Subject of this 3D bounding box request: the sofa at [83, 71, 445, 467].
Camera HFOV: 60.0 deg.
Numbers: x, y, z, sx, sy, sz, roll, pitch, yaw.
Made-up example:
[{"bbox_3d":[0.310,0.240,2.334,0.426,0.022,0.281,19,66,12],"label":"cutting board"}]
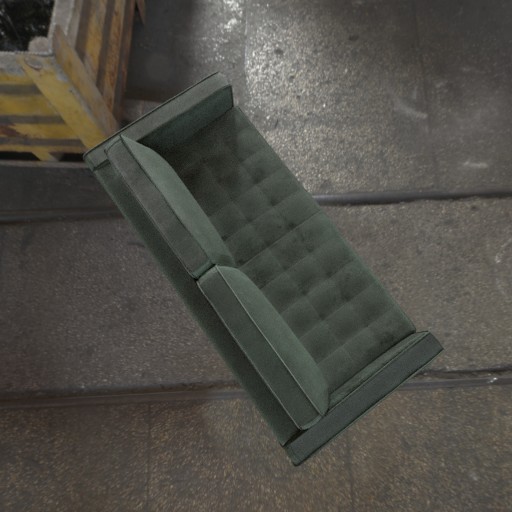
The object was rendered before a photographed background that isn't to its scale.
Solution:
[{"bbox_3d":[0.000,0.000,2.295,0.886,0.781,1.816,-35,79,-8],"label":"sofa"}]
